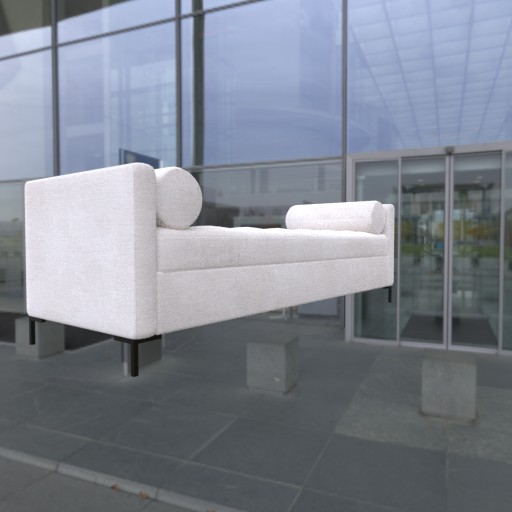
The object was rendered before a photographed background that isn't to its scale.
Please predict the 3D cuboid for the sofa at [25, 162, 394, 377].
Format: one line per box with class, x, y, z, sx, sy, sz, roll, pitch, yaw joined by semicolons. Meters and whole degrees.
sofa;0.000;0.000;2.251;0.686;0.635;1.981;2;3;38
